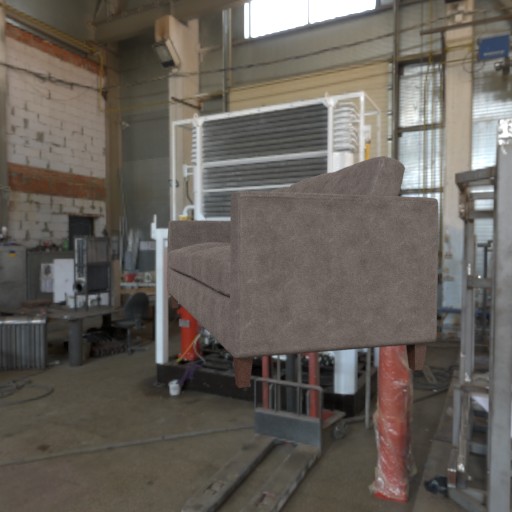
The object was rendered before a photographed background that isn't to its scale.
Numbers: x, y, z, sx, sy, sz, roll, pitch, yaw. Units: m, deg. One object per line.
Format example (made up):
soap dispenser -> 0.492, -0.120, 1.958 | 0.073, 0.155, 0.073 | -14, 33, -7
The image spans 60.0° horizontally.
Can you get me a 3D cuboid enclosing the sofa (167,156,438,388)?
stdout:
sofa -> 0.000, 0.000, 2.939 | 0.951, 0.965, 2.434 | -1, 2, -17
